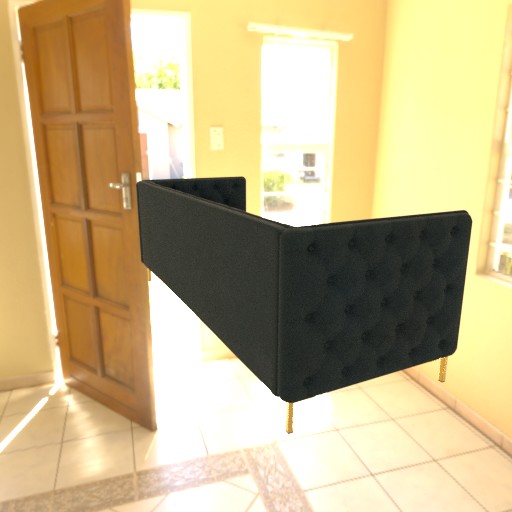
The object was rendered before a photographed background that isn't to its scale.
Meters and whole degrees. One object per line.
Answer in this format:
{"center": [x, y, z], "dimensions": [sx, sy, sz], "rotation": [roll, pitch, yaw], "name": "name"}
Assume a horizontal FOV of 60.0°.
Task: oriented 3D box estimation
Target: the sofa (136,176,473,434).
{"center": [0.000, 0.000, 2.607], "dimensions": [0.895, 0.771, 2.209], "rotation": [-7, 16, -26], "name": "sofa"}
